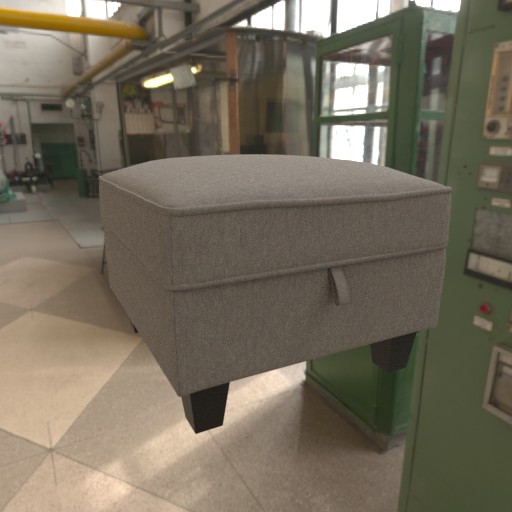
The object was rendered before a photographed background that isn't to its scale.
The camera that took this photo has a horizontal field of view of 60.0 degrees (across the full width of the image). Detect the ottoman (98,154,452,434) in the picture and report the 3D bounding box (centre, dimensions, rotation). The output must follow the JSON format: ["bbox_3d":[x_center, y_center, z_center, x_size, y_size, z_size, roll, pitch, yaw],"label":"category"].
[{"bbox_3d":[0.000,0.000,1.380,0.808,0.612,0.871,-8,17,-26],"label":"ottoman"}]
